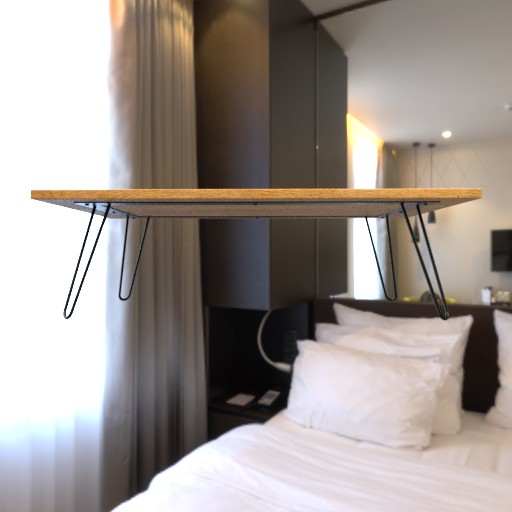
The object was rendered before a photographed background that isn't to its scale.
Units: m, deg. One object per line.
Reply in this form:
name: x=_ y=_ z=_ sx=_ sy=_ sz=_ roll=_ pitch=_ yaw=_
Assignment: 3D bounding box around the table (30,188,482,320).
table: x=0.000 y=0.000 z=1.671 sx=1.348 sy=0.400 sz=0.699 roll=0 pitch=0 yaw=1
